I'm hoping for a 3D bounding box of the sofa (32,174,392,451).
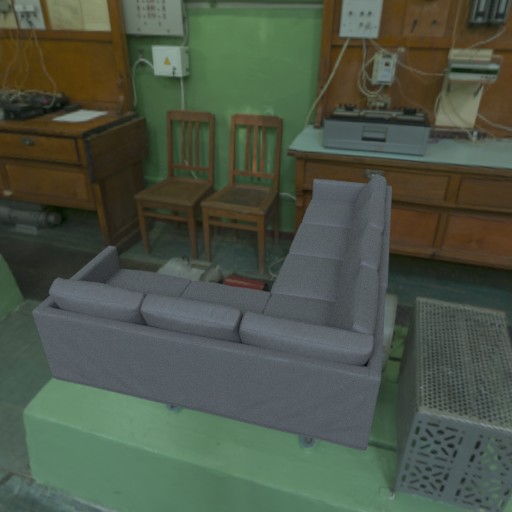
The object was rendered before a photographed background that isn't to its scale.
[{"bbox_3d":[0.000,0.000,4.291,2.432,0.871,3.182,8,31,14],"label":"sofa"}]
